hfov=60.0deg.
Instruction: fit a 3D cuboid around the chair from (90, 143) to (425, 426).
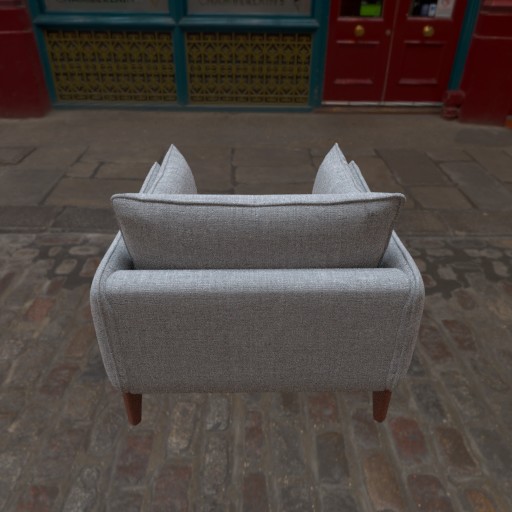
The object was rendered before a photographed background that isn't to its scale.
[{"bbox_3d":[0.000,0.000,1.708,0.993,0.839,0.976,0,31,-1],"label":"chair"}]
